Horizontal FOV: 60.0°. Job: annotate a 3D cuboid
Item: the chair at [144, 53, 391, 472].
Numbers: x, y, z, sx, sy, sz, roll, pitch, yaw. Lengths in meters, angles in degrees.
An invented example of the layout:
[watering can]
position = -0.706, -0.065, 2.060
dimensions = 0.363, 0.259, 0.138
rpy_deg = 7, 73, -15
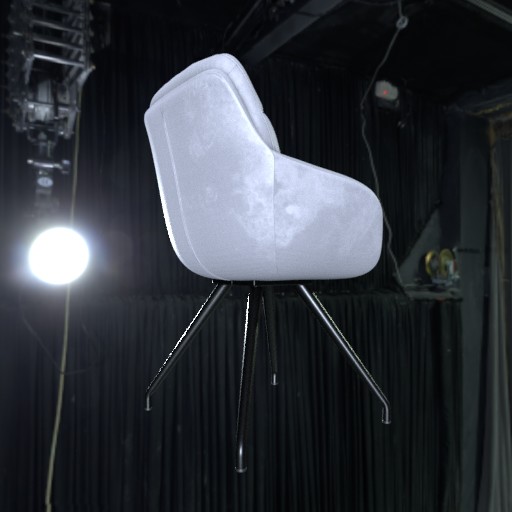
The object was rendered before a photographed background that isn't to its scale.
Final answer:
[chair]
position = 0.000, 0.000, 1.232
dimensions = 0.569, 0.888, 0.579
rpy_deg = 1, -2, -36
